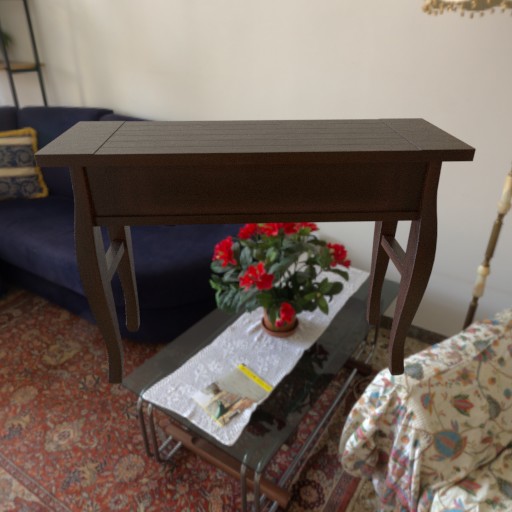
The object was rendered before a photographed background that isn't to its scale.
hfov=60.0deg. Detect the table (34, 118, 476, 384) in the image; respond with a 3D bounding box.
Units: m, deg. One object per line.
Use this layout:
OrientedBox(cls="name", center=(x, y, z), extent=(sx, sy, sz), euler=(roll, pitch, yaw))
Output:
OrientedBox(cls="table", center=(0.000, 0.000, 1.404), extent=(1.062, 0.768, 0.373), euler=(-1, 29, -2))
